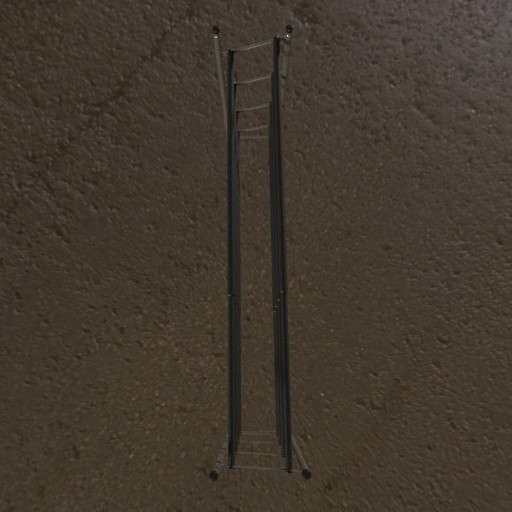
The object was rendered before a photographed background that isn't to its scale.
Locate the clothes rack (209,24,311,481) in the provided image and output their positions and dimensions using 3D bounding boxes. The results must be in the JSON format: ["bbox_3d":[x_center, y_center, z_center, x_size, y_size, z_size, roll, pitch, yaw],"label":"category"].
[{"bbox_3d":[0.000,0.000,1.427,0.229,0.672,1.168,-1,77,0],"label":"clothes rack"}]
